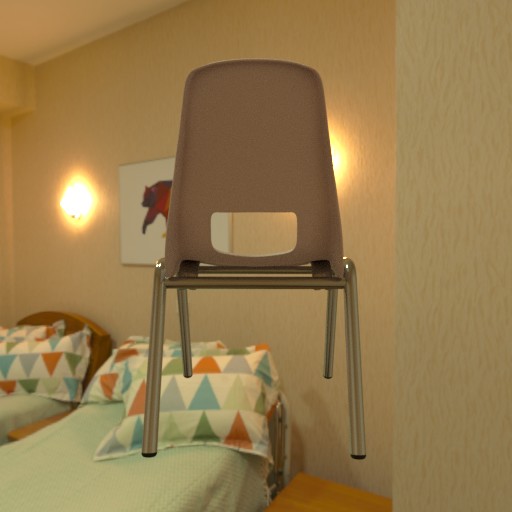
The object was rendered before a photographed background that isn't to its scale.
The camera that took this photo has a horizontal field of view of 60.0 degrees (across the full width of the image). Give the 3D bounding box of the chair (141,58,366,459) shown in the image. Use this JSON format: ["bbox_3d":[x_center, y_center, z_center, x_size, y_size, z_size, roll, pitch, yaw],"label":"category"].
[{"bbox_3d":[0.000,0.000,0.844,0.354,0.586,0.423,0,1,1],"label":"chair"}]
